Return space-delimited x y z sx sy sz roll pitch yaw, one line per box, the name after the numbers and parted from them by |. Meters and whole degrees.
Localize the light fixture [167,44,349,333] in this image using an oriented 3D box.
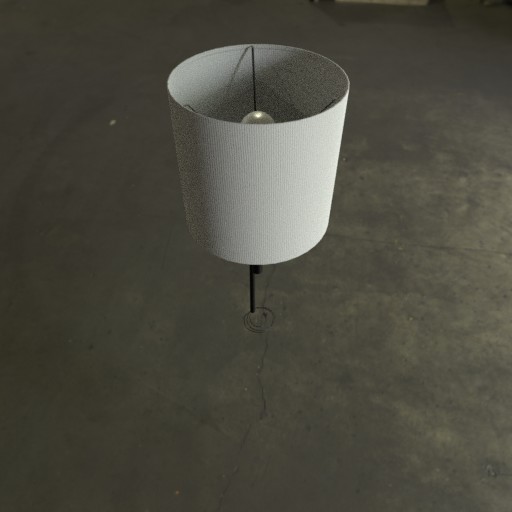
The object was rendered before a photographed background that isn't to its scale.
0.000 0.000 0.692 0.188 0.589 0.248 -3 46 -3 | light fixture
